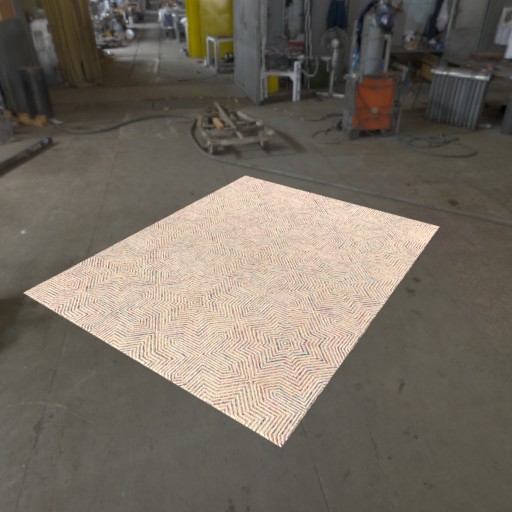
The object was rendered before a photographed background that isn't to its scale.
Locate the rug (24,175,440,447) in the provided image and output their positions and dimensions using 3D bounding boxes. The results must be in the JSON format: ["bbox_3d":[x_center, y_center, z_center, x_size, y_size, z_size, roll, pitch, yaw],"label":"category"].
[{"bbox_3d":[0.000,0.000,4.038,2.442,0.008,3.046,20,37,29],"label":"rug"}]
